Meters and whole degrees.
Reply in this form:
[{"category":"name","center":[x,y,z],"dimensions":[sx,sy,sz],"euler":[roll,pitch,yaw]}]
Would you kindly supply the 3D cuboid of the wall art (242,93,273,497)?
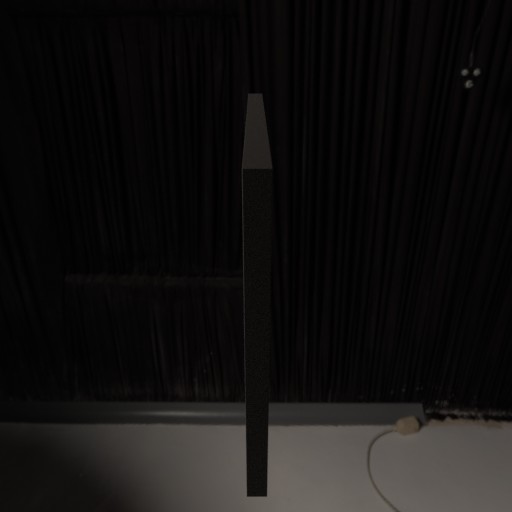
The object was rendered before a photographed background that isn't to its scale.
[{"category":"wall art","center":[0.000,0.000,0.756],"dimensions":[0.028,0.460,0.561],"euler":[0,27,0]}]
